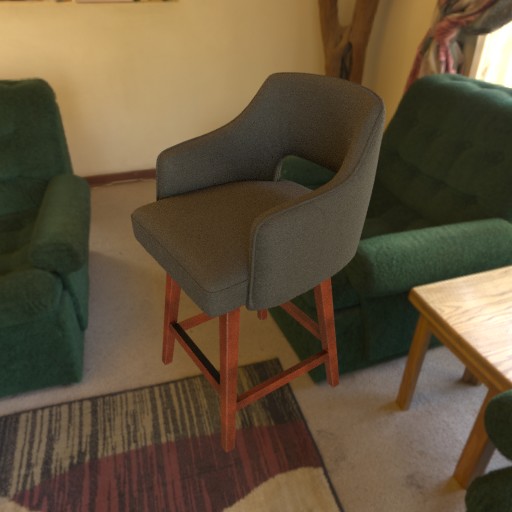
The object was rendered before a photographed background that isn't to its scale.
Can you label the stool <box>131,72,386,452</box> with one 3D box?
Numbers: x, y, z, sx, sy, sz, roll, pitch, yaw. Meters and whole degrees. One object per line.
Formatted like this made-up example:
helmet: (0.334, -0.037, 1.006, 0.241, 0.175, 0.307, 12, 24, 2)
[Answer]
stool: (0.000, 0.000, 1.276, 0.558, 0.912, 0.548, -20, 38, -29)
